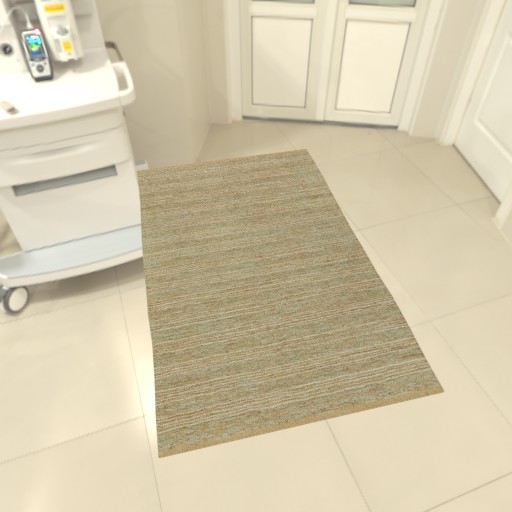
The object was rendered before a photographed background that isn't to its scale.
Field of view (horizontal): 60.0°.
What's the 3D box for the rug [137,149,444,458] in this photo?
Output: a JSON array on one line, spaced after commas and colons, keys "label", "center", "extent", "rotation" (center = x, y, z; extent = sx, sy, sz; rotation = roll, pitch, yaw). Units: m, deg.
[{"label": "rug", "center": [0.000, 0.000, 3.094], "extent": [1.540, 0.012, 2.448], "rotation": [-9, 46, -9]}]
